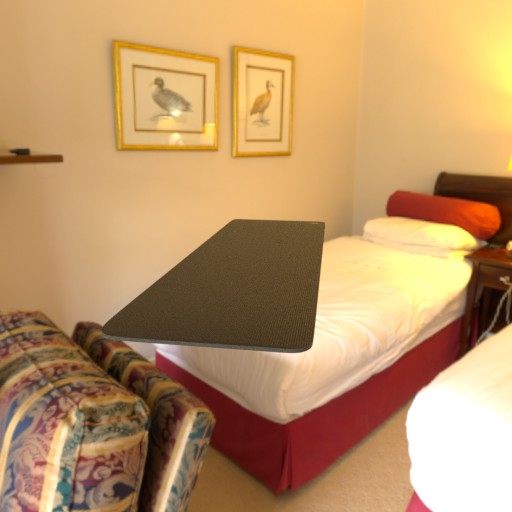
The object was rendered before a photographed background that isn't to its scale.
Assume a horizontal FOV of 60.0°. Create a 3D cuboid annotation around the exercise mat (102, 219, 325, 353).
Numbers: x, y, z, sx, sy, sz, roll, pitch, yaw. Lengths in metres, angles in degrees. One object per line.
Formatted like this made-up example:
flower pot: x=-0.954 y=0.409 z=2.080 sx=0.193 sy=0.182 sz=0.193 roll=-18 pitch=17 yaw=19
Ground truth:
exercise mat: x=0.000 y=0.000 z=2.095 sx=0.616 sy=0.021 sz=1.869 roll=3 pitch=15 yaw=9
